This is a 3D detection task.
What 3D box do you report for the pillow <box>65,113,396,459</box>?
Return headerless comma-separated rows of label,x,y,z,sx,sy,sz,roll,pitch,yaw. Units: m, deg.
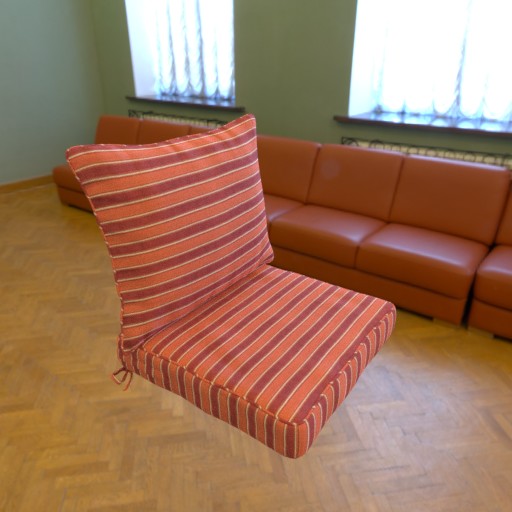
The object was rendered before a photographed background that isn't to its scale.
pillow,0.000,0.000,1.360,0.733,0.723,0.799,17,30,31
